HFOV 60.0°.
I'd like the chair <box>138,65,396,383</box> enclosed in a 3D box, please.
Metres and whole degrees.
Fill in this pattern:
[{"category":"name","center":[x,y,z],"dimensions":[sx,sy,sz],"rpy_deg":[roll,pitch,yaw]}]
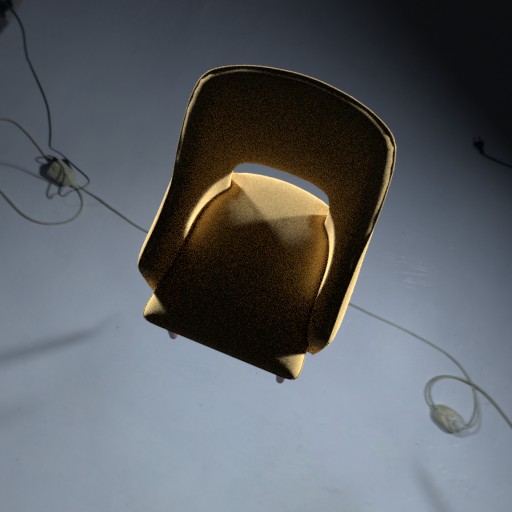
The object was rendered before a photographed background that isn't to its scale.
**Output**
[{"category":"chair","center":[0.000,0.000,1.249],"dimensions":[0.548,0.849,0.605],"rpy_deg":[21,77,5]}]
